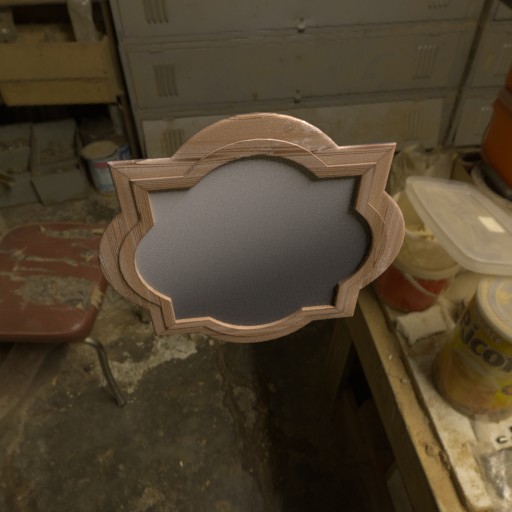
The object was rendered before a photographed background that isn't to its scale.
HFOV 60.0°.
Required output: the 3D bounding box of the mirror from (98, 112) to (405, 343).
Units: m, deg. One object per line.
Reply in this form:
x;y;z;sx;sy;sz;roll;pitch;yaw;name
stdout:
0.000;0.000;1.025;0.686;0.686;0.019;-5;45;-5;mirror
